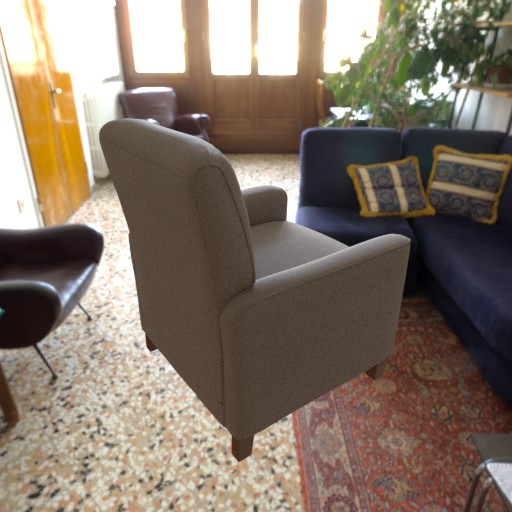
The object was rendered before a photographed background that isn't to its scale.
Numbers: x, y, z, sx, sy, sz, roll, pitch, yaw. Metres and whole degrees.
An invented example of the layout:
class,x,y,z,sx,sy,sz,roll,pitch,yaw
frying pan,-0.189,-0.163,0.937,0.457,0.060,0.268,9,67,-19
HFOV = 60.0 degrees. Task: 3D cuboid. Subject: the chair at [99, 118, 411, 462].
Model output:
class,x,y,z,sx,sy,sz,roll,pitch,yaw
chair,0.000,0.000,1.685,0.859,1.023,0.845,-18,31,-32
